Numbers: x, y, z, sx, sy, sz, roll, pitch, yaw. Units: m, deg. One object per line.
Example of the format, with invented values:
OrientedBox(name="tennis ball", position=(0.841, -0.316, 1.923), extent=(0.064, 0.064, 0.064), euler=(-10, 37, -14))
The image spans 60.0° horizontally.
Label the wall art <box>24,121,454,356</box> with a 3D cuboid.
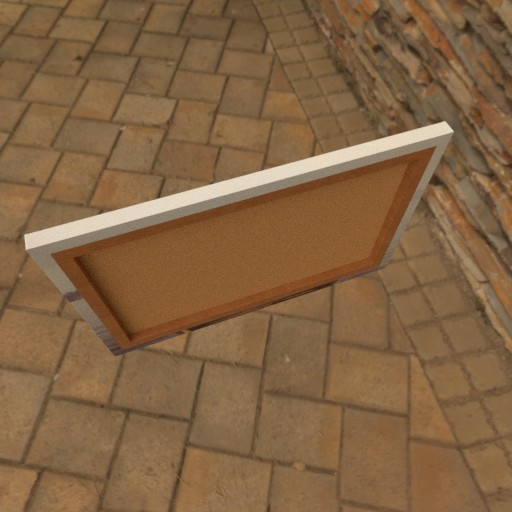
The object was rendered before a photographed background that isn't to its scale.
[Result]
OrientedBox(name="wall art", position=(0.000, 0.000, 1.166), extent=(0.916, 0.609, 0.037), euler=(-17, 60, -10))
